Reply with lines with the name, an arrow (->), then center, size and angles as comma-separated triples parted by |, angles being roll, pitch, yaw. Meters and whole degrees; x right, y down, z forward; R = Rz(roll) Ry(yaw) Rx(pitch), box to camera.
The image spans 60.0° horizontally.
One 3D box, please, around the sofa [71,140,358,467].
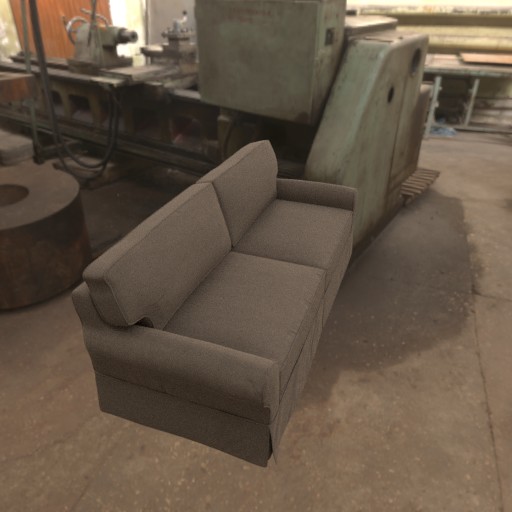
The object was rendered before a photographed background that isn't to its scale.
sofa -> 0.000, 0.000, 2.831 | 0.991, 0.943, 2.248 | 11, 32, 18
